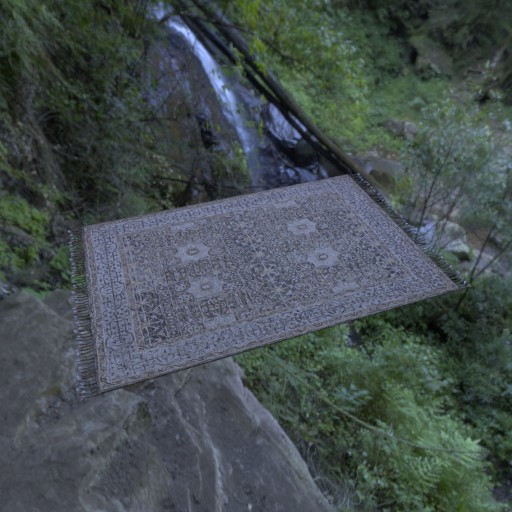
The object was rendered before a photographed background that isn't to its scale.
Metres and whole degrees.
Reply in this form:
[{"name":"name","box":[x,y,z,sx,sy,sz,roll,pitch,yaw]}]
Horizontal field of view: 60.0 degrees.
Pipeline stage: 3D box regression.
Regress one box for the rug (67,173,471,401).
[{"name":"rug","box":[0.000,0.000,2.550,2.029,0.010,1.237,-13,43,-15]}]
